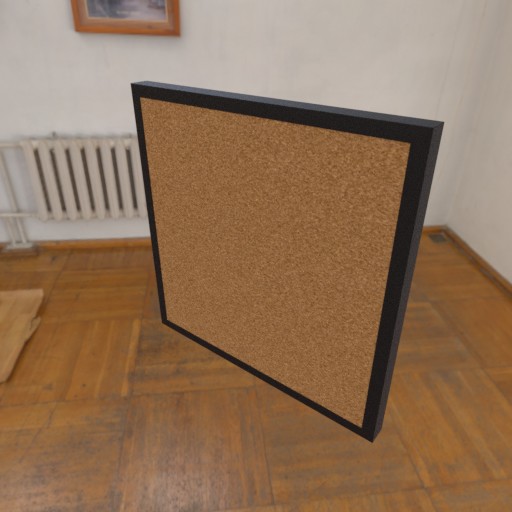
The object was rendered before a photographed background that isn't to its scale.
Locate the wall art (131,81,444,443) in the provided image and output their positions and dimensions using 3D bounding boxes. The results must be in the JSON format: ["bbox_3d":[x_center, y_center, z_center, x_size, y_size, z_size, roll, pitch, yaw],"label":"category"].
[{"bbox_3d":[0.000,0.000,0.741,0.506,0.503,0.036,21,36,32],"label":"wall art"}]
